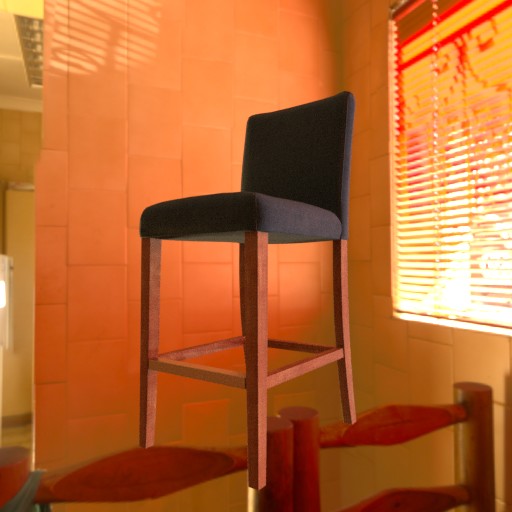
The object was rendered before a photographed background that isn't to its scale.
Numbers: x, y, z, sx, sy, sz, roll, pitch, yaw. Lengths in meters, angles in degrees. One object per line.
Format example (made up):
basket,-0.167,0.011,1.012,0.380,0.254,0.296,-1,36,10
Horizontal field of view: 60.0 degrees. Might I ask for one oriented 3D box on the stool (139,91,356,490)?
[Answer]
stool,0.000,0.000,1.366,0.454,1.088,0.574,-1,-2,37
